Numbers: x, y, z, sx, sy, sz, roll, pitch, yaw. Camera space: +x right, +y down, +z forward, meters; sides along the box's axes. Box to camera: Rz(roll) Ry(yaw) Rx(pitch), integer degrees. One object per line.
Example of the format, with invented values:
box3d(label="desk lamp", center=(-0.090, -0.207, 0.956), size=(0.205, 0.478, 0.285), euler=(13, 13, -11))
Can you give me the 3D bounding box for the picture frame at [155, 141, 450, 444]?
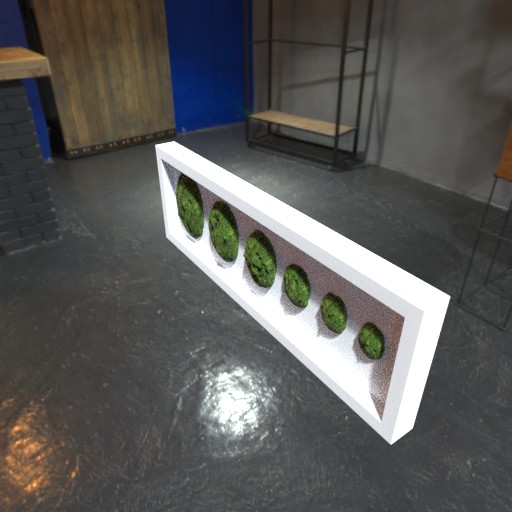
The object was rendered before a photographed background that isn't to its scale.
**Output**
box3d(label="picture frame", center=(0.000, 0.000, 0.861), size=(0.050, 0.250, 0.759), euler=(-20, 37, -29))
